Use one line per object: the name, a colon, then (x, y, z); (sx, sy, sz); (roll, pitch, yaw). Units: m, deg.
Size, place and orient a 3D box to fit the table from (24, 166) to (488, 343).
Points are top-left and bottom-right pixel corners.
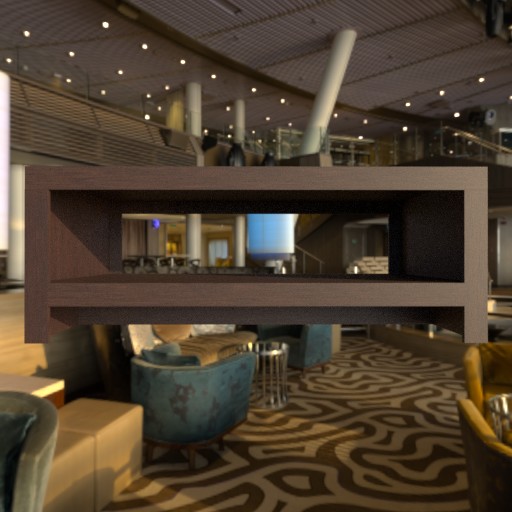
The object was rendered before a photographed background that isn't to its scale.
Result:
table: (0.000, 0.000, 1.350); (1.099, 0.424, 0.597); (0, 0, 0)
